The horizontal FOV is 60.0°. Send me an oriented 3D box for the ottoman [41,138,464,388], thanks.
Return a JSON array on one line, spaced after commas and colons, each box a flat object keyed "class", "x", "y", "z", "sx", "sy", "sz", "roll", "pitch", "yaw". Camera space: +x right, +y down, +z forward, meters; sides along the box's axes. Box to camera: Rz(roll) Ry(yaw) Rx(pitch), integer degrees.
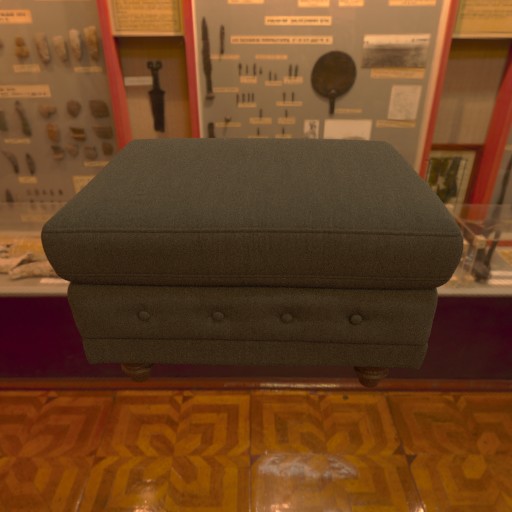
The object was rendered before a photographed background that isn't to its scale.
[{"class": "ottoman", "x": 0.000, "y": 0.000, "z": 1.120, "sx": 0.771, "sy": 0.500, "sz": 0.569, "roll": 1, "pitch": 30, "yaw": 1}]
